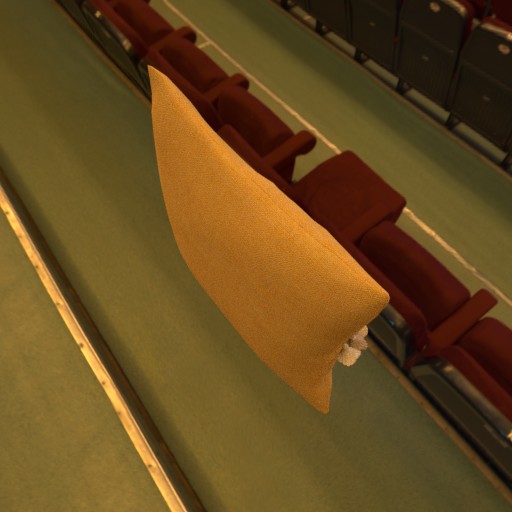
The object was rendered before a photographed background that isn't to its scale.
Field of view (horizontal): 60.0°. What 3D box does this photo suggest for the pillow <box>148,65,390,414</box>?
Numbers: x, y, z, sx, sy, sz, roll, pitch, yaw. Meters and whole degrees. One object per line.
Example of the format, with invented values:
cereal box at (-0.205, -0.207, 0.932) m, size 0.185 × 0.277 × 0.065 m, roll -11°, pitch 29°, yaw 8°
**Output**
pillow at (0.000, 0.000, 0.739) m, size 0.167 × 0.481 × 0.485 m, roll -33°, pitch 64°, yaw -19°
